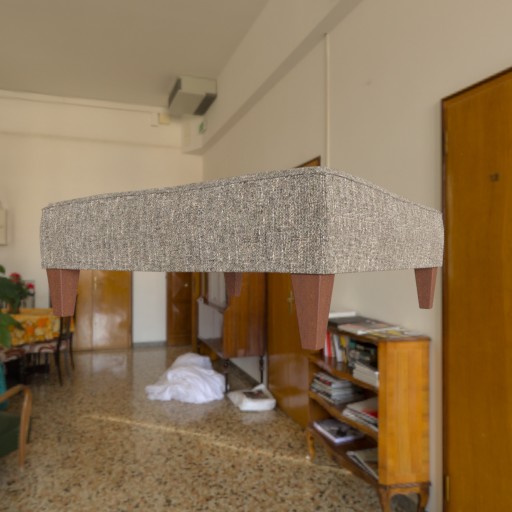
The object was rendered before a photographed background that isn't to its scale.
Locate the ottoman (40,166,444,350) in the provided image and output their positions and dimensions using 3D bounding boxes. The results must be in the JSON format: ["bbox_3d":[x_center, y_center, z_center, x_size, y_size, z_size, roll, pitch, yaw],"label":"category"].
[{"bbox_3d":[0.000,0.000,1.505,1.016,0.379,0.981,0,0,35],"label":"ottoman"}]
